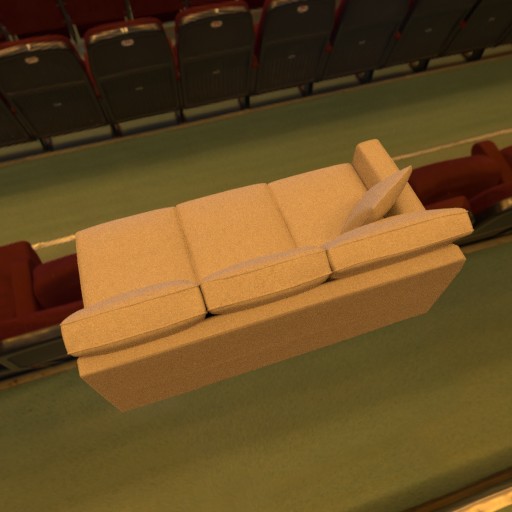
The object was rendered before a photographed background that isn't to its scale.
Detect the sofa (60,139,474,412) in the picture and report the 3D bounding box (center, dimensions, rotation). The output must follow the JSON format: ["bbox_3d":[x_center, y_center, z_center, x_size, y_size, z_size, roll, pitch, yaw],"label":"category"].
[{"bbox_3d":[0.000,0.000,2.545,1.962,0.946,1.034,-16,60,-10],"label":"sofa"}]
